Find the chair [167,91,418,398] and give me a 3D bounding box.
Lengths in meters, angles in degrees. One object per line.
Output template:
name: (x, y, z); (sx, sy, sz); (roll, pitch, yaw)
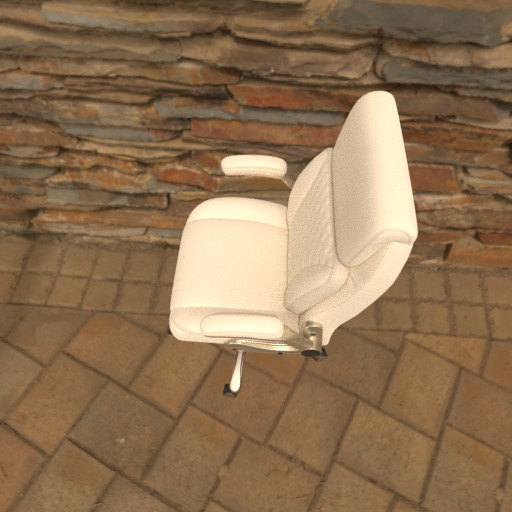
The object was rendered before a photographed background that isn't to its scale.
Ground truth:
chair: (0.000, 0.000, 1.596); (0.794, 1.110, 0.740); (0, 57, 0)
